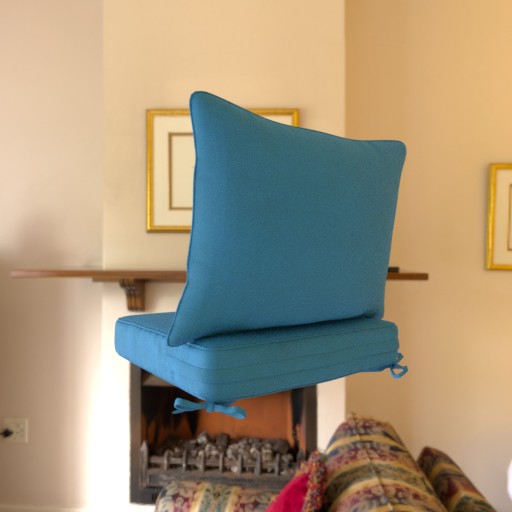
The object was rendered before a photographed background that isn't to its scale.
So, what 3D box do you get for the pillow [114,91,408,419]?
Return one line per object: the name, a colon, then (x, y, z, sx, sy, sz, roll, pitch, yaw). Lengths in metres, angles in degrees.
pillow: (0.000, 0.000, 1.409, 0.798, 0.725, 0.733, 0, 0, -36)
